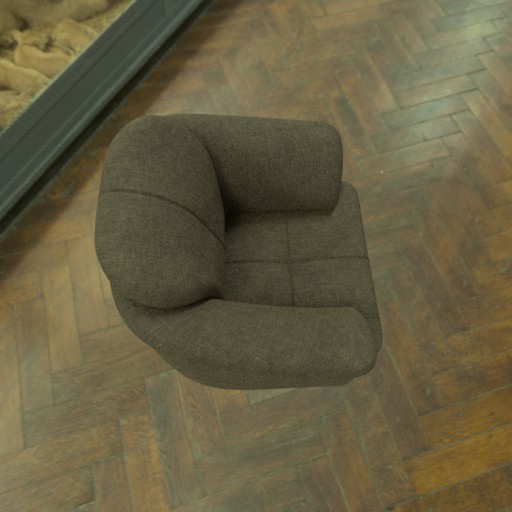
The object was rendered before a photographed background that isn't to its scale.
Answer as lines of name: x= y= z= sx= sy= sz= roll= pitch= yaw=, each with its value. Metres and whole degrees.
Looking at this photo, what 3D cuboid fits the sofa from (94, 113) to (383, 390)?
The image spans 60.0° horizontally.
sofa: x=0.000 y=0.000 z=1.466 sx=0.794 sy=0.811 sz=0.870 roll=-2 pitch=64 yaw=-1
